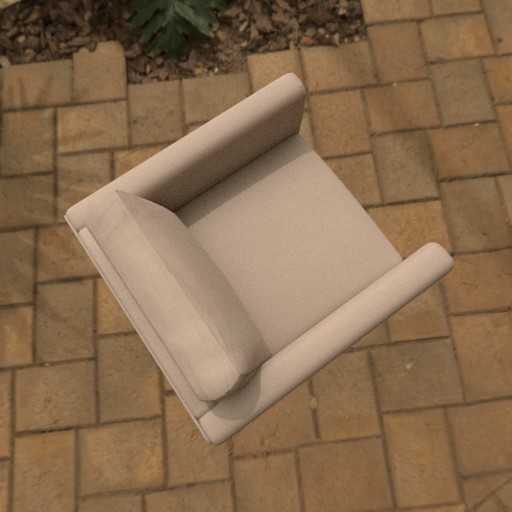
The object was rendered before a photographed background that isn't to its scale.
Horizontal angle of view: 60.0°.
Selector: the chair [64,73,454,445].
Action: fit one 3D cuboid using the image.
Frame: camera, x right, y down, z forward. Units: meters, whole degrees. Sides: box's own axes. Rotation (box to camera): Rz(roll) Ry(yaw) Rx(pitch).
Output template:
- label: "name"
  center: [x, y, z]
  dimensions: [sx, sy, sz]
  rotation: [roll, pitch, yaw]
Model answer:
- label: "chair"
  center: [0.000, 0.000, 1.674]
  dimensions: [0.959, 0.838, 0.914]
  rotation: [-35, 78, -9]
